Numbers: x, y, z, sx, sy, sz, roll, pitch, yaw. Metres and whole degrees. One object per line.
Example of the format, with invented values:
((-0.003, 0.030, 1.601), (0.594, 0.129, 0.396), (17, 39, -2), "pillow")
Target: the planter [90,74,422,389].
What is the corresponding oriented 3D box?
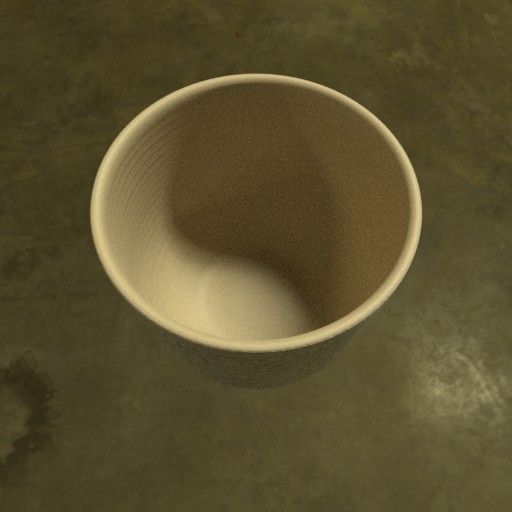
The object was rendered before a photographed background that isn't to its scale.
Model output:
((0.000, 0.000, 0.296), (0.169, 0.153, 0.169), (0, 63, 0), "planter")
